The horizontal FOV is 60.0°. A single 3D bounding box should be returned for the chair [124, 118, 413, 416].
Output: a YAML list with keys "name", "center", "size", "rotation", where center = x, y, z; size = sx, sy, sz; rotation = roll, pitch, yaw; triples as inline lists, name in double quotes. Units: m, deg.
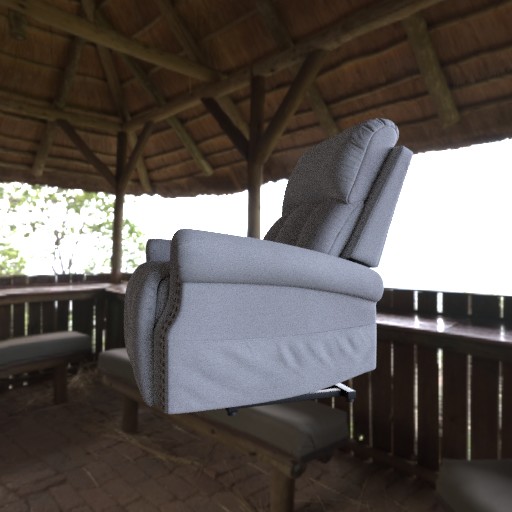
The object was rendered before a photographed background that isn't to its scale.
- name: "chair"
  center: [0.000, 0.000, 1.748]
  size: [0.979, 1.031, 0.871]
  rotation: [0, 0, -20]
